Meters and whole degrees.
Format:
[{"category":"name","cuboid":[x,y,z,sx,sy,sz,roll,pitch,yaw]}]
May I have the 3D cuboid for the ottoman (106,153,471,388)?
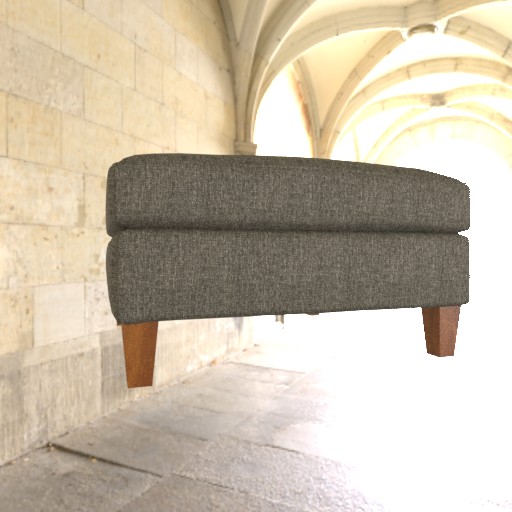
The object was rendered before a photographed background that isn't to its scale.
[{"category":"ottoman","cuboid":[0.000,0.000,1.308,0.838,0.481,0.838,0,1,-19]}]
